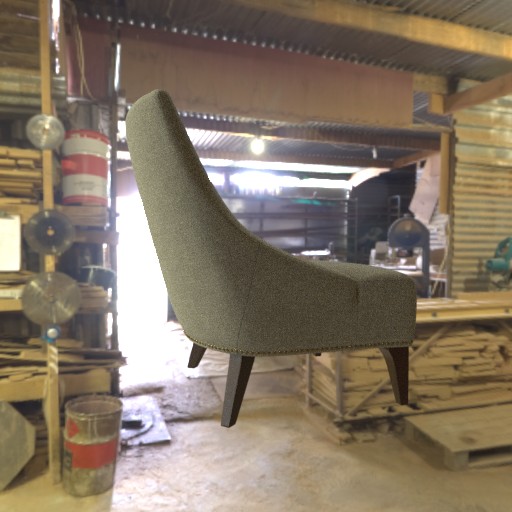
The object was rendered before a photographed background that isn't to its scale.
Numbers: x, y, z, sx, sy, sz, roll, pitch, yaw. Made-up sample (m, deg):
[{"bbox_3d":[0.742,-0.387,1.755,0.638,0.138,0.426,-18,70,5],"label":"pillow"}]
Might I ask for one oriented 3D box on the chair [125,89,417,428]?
[{"bbox_3d":[0.000,0.000,1.536,0.861,0.909,0.701,-1,2,-18],"label":"chair"}]
